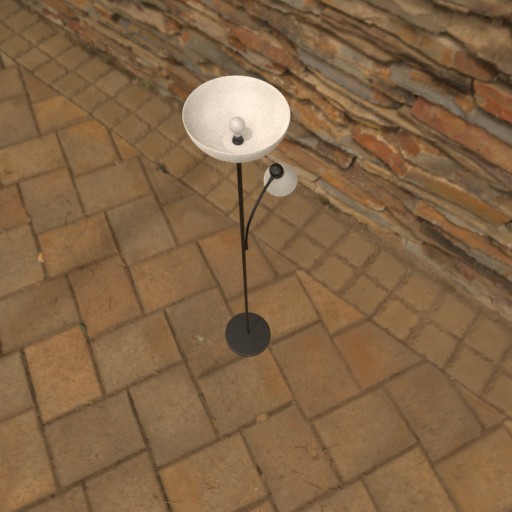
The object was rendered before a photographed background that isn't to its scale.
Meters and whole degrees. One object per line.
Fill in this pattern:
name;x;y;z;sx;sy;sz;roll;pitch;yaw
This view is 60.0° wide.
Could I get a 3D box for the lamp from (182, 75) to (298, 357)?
lamp;0.000;0.000;1.939;0.279;1.804;0.442;32;67;16
